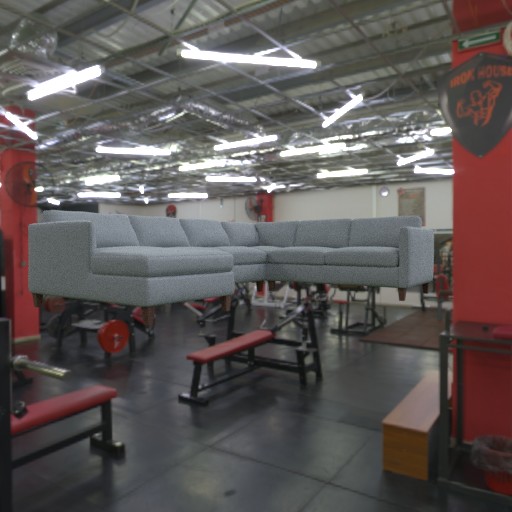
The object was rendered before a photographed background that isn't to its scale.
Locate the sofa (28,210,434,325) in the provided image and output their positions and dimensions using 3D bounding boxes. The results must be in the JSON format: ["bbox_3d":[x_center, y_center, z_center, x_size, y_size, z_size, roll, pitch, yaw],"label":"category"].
[{"bbox_3d":[0.000,0.000,4.333,2.551,0.853,3.238,1,2,37],"label":"sofa"}]
